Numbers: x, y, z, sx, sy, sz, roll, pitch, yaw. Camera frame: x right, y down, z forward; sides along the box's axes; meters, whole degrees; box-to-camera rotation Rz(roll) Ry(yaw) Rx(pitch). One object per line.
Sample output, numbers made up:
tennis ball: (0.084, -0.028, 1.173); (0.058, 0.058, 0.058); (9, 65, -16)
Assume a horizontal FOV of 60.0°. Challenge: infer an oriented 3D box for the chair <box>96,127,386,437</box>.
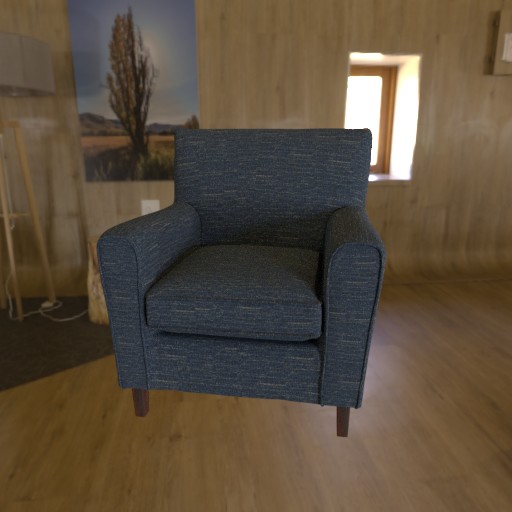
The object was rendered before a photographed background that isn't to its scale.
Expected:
chair: (0.000, 0.000, 1.637); (0.864, 0.928, 0.873); (2, 15, 9)
